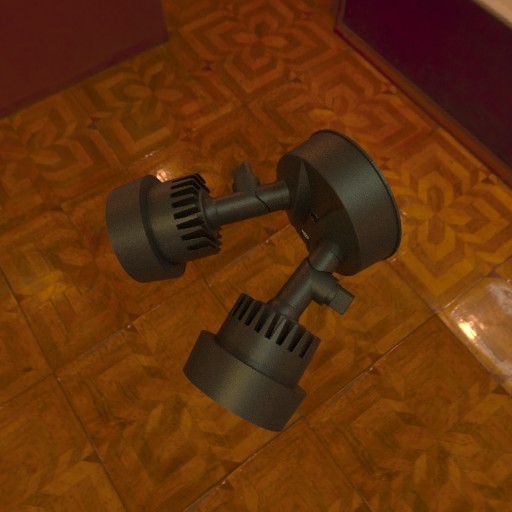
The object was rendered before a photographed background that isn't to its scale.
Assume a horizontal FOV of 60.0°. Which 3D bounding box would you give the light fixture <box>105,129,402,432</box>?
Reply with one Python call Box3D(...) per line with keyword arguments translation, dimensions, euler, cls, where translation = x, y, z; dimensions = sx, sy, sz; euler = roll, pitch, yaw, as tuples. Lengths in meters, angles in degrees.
Box3D(translation=(0.000, 0.000, 0.319), dimensions=(0.168, 0.120, 0.213), euler=(-31, 69, -13), cls="light fixture")
